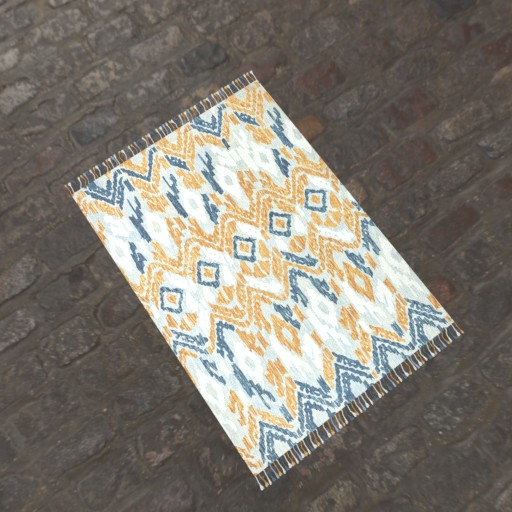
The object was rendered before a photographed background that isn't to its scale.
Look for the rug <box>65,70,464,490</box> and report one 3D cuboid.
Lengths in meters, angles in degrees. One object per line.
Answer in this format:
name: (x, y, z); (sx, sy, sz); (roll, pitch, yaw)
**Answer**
rug: (0.000, 0.000, 2.275); (1.230, 0.008, 1.827); (-35, 78, -8)
